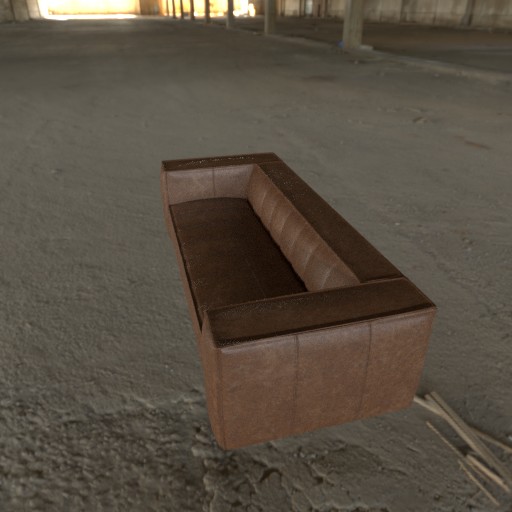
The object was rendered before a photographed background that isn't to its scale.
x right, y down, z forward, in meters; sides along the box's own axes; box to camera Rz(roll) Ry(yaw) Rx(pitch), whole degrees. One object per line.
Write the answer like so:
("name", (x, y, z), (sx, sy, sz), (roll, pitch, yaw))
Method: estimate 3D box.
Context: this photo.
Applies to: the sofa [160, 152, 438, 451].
("sofa", (0.000, 0.000, 3.114), (1.102, 0.701, 2.581), (-8, 30, -13))
